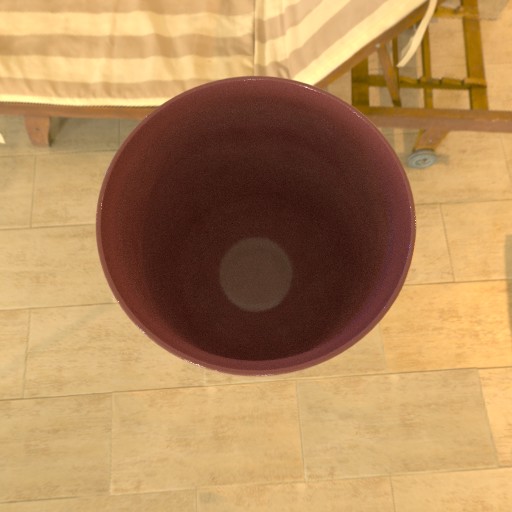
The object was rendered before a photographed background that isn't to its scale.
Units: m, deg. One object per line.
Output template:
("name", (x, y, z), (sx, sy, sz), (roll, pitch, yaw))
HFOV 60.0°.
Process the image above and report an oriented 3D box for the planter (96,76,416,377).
("planter", (0.000, 0.000, 0.496), (0.266, 0.270, 0.266), (0, 74, 0))
